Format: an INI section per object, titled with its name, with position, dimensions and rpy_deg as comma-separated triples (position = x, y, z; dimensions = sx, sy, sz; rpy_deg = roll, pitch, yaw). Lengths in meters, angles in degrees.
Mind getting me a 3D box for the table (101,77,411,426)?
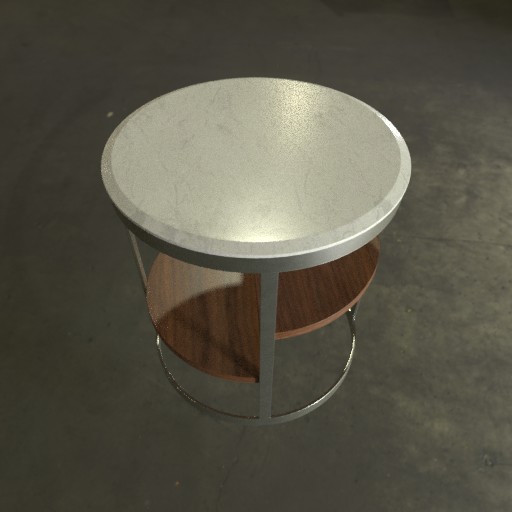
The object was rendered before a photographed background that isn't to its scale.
[table]
position = 0.000, 0.000, 0.756
dimensions = 0.407, 0.447, 0.407
rpy_deg = 0, 47, 0
